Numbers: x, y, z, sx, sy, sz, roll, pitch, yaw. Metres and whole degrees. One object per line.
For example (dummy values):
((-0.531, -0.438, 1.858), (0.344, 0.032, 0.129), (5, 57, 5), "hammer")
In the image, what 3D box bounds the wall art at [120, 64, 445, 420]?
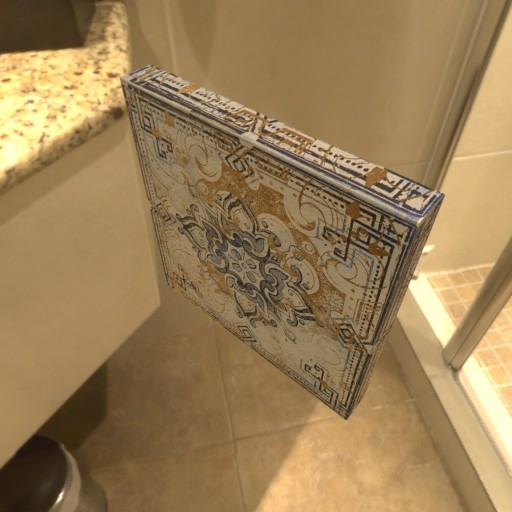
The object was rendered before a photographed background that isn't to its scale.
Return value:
((0.000, 0.000, 0.466), (0.302, 0.306, 0.038), (32, 55, 26), "wall art")
